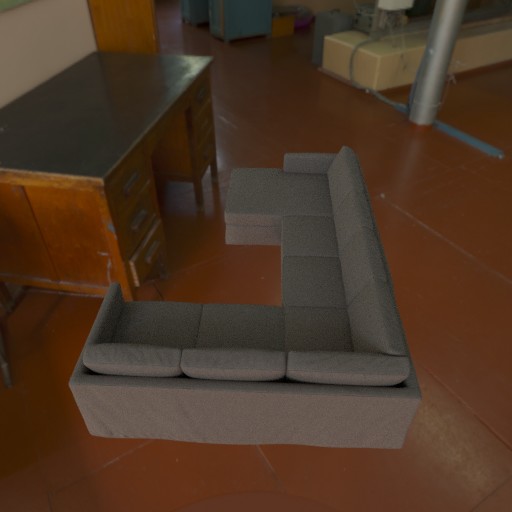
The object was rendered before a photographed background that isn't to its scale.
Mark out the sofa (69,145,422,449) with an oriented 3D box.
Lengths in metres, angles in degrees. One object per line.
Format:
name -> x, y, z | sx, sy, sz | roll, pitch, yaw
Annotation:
sofa -> 0.000, 0.000, 4.472 | 2.476, 0.878, 3.528 | 2, 40, 2
